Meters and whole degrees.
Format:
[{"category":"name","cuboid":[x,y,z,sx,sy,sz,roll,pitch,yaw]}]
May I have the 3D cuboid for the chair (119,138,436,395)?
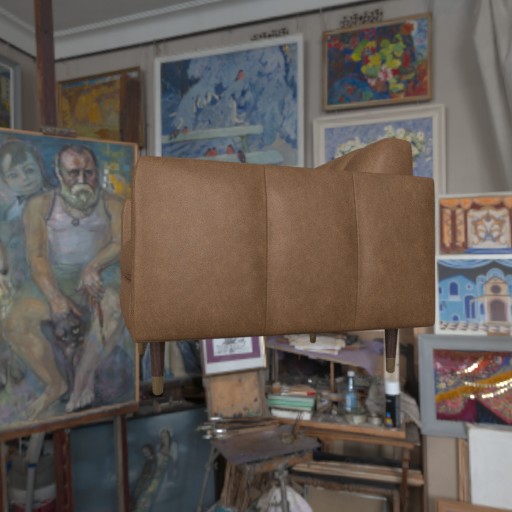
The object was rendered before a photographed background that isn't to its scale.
[{"category":"chair","cuboid":[0.000,0.000,1.717,0.998,0.819,0.953,0,-1,-19]}]
